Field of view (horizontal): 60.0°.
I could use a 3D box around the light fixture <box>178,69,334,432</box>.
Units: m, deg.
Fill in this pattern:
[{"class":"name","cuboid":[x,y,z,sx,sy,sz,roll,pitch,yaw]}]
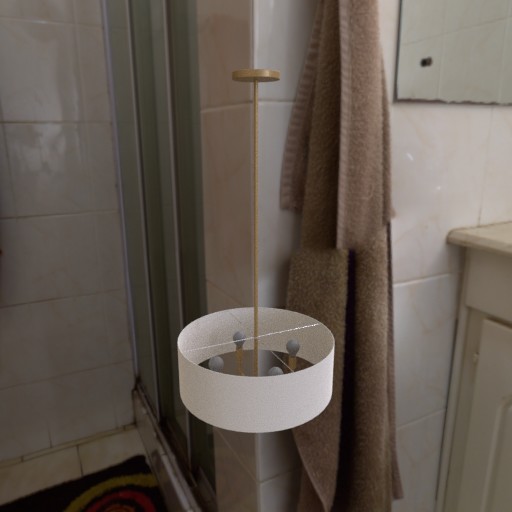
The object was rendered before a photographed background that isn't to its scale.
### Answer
[{"class":"light fixture","cuboid":[0.000,0.000,1.383,0.508,1.067,0.508,0,15,0]}]
